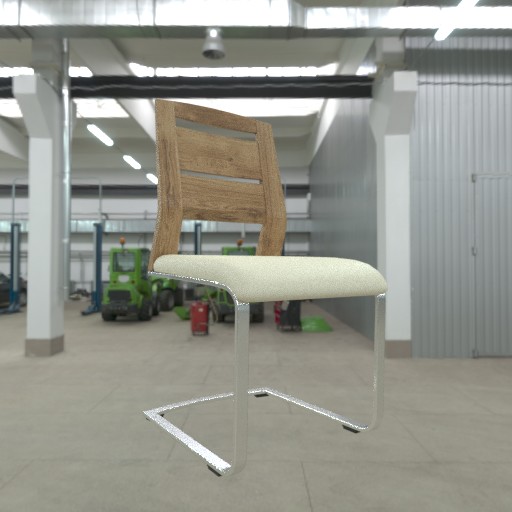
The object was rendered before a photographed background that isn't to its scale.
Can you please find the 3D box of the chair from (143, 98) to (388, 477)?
[{"bbox_3d":[0.000,0.000,1.229,0.457,0.955,0.561,1,-1,-35],"label":"chair"}]
